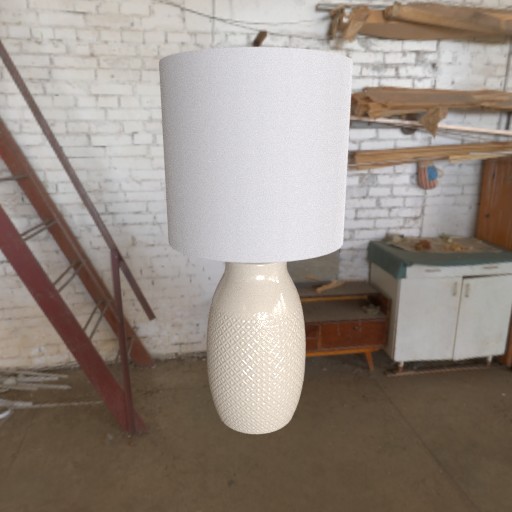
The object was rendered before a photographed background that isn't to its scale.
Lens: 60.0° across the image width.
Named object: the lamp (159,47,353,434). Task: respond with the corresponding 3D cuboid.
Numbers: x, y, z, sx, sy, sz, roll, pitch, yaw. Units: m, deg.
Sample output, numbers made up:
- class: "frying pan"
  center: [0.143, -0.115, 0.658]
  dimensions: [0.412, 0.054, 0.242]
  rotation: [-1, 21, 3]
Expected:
- class: "lamp"
  center: [0.000, 0.000, 0.566]
  dimensions: [0.217, 0.453, 0.217]
  rotation: [7, 17, 25]
